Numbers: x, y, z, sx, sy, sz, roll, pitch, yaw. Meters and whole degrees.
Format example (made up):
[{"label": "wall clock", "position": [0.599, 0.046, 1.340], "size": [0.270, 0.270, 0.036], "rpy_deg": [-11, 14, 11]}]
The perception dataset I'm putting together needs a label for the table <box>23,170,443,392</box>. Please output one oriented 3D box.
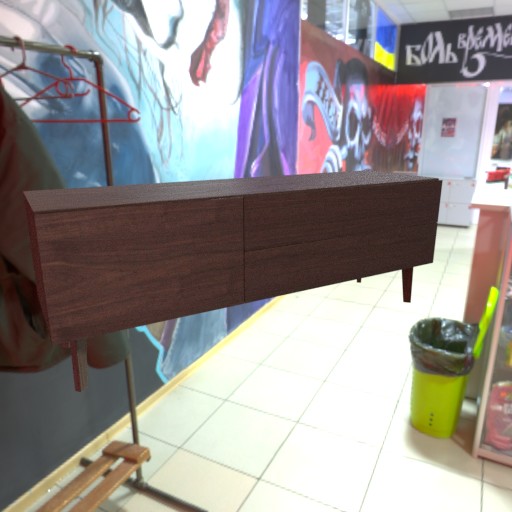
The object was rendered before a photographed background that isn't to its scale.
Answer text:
[{"label": "table", "position": [0.000, 0.000, 1.579], "size": [1.397, 0.508, 0.405], "rpy_deg": [-9, 18, -29]}]
